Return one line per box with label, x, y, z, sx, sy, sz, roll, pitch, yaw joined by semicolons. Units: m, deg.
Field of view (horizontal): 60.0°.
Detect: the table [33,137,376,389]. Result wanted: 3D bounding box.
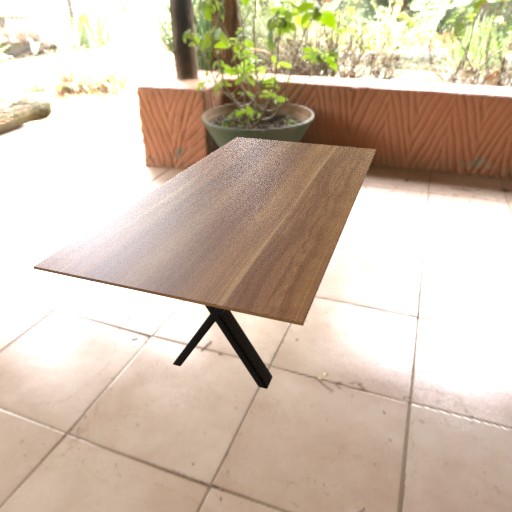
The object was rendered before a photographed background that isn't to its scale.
table;0.000;0.000;2.462;1.000;0.770;2.000;10;30;17
